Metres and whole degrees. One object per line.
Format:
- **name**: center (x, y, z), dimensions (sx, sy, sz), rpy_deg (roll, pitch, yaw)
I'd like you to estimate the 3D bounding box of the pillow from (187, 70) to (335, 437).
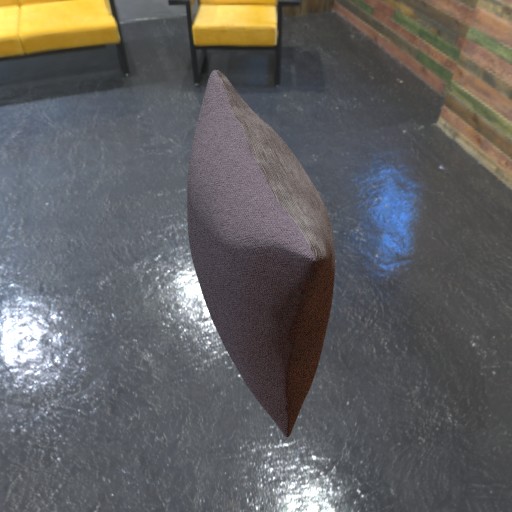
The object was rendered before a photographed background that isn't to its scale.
- **pillow**: center (0.000, 0.000, 0.721), dimensions (0.204, 0.439, 0.452), rpy_deg (-11, 47, -11)
